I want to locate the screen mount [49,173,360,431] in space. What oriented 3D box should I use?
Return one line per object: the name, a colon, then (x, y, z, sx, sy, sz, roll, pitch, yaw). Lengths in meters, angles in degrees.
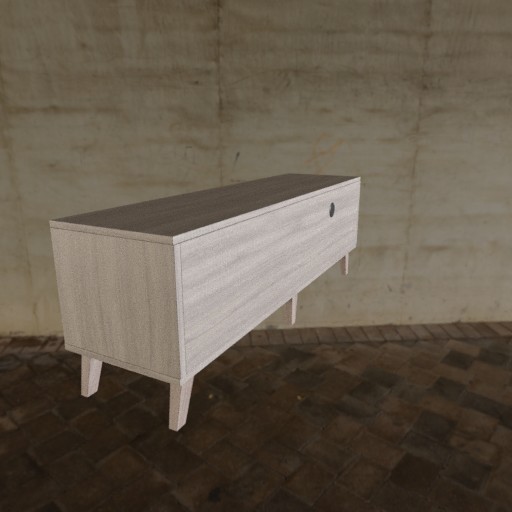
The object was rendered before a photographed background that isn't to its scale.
screen mount: (0.000, 0.000, 1.747, 0.401, 0.509, 1.500, 8, 18, 27)
